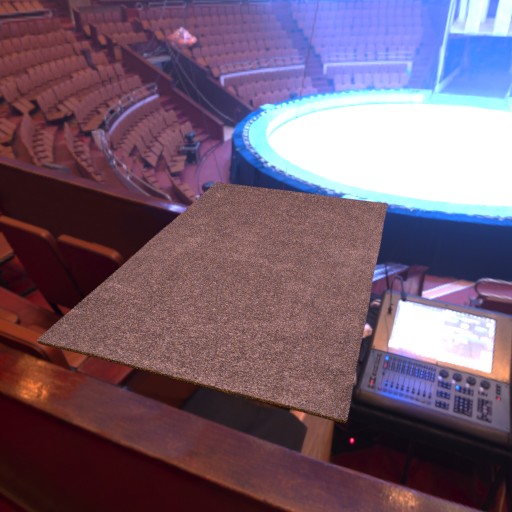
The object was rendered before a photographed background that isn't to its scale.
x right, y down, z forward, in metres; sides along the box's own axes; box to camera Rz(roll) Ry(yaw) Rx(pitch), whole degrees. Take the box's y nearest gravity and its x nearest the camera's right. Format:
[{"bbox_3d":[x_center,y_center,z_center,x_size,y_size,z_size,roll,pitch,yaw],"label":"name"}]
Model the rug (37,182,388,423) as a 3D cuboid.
[{"bbox_3d":[0.000,0.000,3.443,1.802,0.026,2.699,10,32,16],"label":"rug"}]
